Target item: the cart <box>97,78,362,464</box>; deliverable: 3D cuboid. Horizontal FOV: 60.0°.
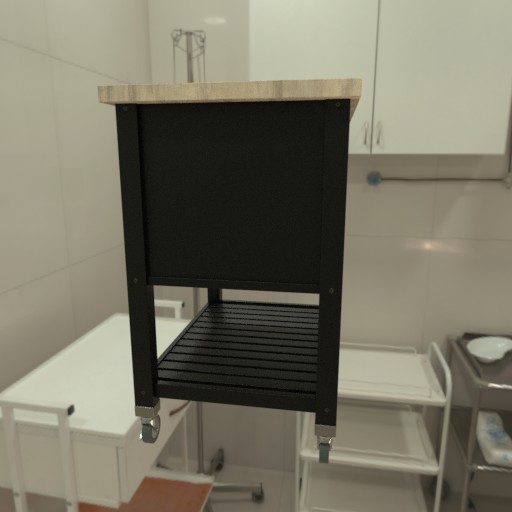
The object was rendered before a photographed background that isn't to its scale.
[{"bbox_3d":[0.000,0.000,1.408,0.567,0.920,0.797,2,13,10],"label":"cart"}]
